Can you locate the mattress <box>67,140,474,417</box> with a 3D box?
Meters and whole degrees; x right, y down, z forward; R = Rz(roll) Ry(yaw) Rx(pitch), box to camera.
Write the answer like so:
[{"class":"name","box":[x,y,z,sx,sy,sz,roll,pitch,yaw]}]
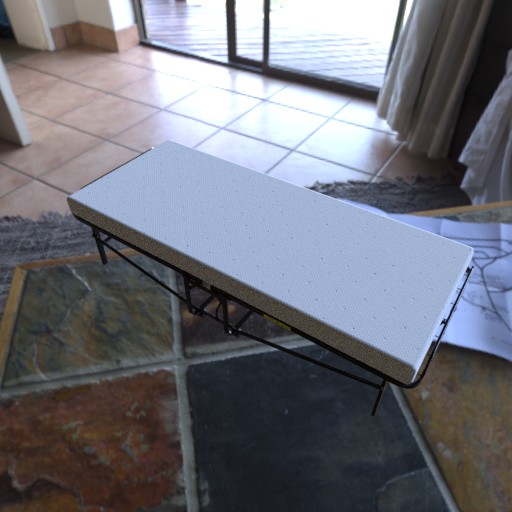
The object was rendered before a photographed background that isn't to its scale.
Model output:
[{"class":"mattress","box":[0.000,0.000,2.572,2.153,0.519,0.922,24,47,25]}]
